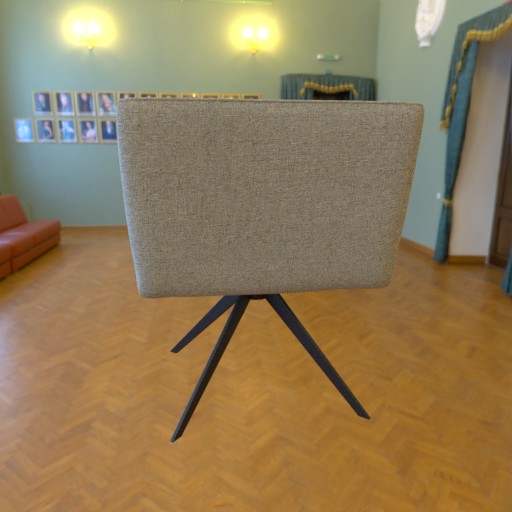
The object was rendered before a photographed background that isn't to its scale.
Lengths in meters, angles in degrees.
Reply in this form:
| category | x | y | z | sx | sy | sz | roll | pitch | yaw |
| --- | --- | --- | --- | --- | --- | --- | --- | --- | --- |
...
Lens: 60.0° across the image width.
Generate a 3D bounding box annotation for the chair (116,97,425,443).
| category | x | y | z | sx | sy | sz | roll | pitch | yaw |
| --- | --- | --- | --- | --- | --- | --- | --- | --- | --- |
| chair | 0.000 | 0.000 | 1.235 | 0.628 | 0.760 | 0.623 | -2 | 13 | -8 |
